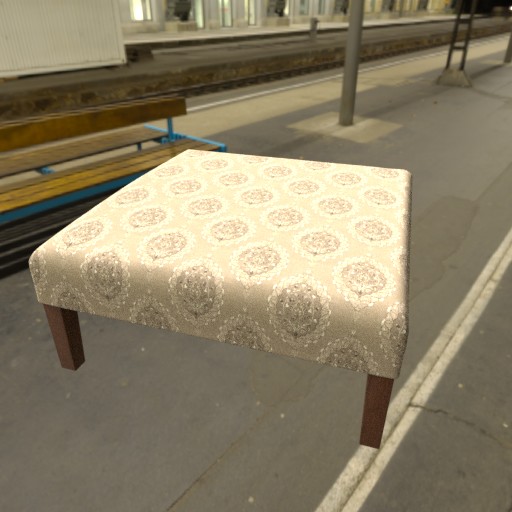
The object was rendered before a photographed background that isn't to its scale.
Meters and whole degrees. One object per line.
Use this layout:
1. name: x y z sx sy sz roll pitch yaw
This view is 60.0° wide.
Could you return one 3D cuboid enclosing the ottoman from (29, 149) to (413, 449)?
1. ottoman: 0.000 0.000 1.390 0.889 0.411 0.890 9 31 15
